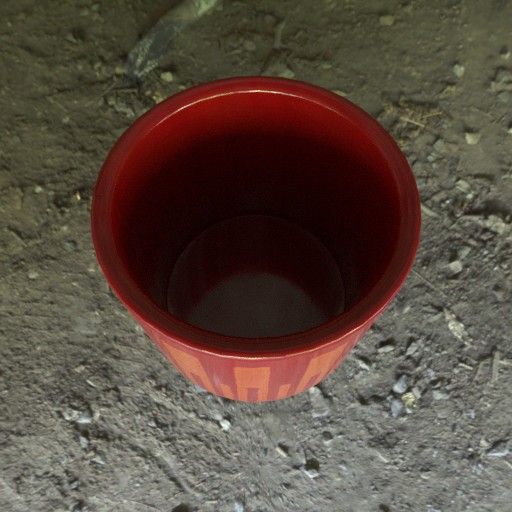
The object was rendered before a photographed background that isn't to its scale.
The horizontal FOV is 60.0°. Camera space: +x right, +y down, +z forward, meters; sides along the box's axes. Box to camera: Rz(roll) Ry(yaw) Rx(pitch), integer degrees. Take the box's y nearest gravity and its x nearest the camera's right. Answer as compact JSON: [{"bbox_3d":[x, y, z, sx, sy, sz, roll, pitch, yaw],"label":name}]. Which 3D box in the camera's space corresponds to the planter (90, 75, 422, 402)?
[{"bbox_3d":[0.000,0.000,0.398,0.230,0.202,0.230,0,65,0],"label":"planter"}]
